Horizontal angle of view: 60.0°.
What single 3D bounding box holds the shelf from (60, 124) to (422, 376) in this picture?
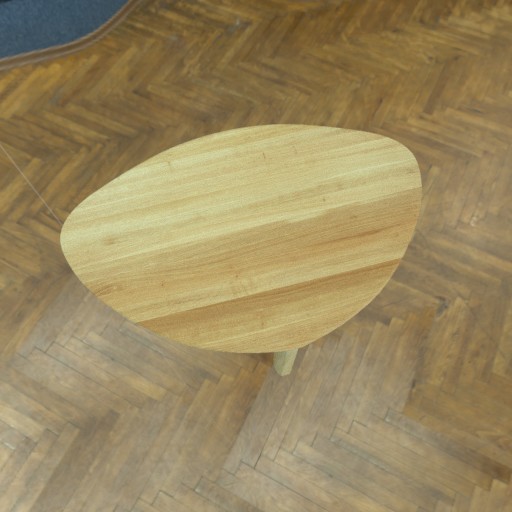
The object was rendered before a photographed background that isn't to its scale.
[{"bbox_3d":[0.000,0.000,1.651,1.246,0.440,0.845,-14,65,-7],"label":"shelf"}]
